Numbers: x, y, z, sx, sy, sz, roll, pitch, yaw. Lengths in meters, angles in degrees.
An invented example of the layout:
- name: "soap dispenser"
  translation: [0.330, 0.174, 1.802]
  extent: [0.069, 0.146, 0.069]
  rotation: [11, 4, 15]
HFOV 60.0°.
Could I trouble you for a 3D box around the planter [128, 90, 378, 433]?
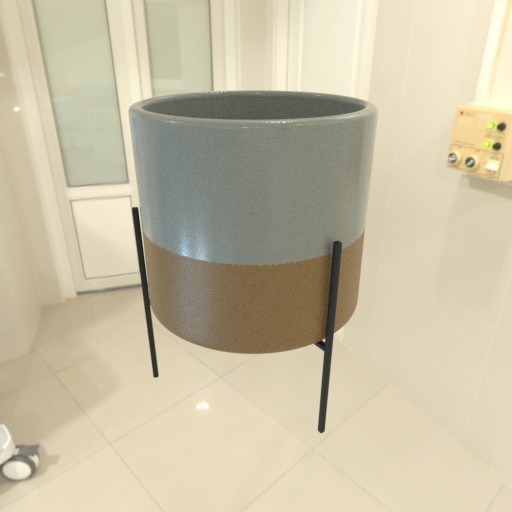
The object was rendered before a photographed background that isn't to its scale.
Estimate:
- name: "planter"
  translation: [0.000, 0.000, 0.727]
  extent: [0.348, 0.480, 0.360]
  rotation: [-18, 31, -32]
